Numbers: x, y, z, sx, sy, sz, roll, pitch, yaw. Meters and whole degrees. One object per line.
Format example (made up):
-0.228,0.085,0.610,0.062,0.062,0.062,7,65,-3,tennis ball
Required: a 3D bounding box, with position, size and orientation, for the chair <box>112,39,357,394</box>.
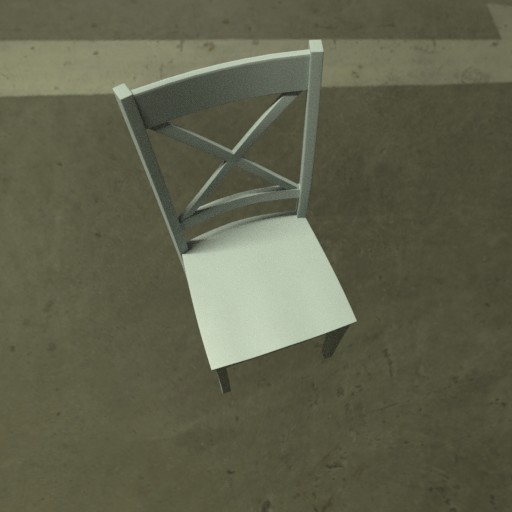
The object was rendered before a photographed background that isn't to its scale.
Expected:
0.000,0.000,1.321,0.485,0.983,0.542,-17,64,-8,chair
